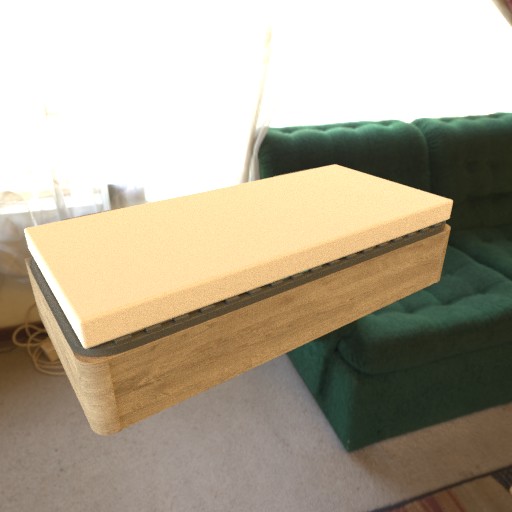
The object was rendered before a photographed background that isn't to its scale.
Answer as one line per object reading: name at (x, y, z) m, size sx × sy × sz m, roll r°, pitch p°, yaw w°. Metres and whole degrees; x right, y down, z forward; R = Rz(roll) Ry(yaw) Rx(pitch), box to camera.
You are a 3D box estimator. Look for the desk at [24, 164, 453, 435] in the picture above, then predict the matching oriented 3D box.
desk at (0.000, 0.000, 2.171) m, size 1.900 × 0.455 × 0.900 m, roll -17°, pitch 31°, yaw -31°
